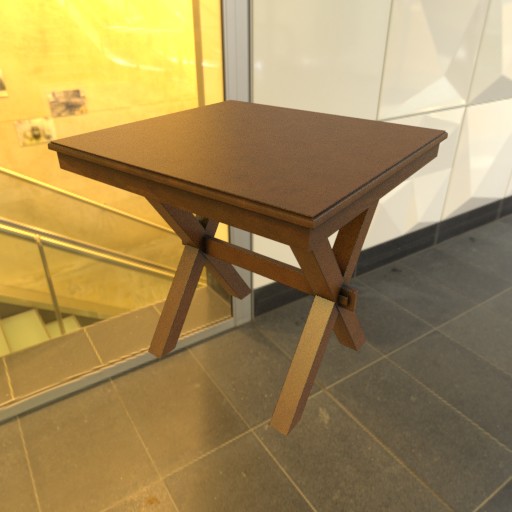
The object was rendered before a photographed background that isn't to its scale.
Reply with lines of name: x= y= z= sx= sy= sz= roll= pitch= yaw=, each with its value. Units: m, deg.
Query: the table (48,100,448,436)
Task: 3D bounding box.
table: x=0.000 y=0.000 z=1.040 sx=0.602 sy=0.562 sz=0.560 roll=20 pitch=35 yaw=32
